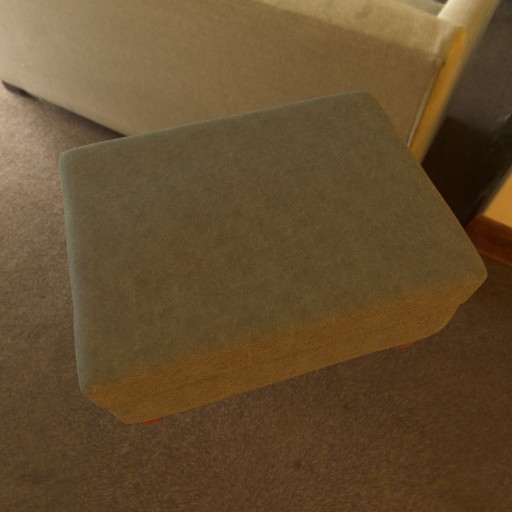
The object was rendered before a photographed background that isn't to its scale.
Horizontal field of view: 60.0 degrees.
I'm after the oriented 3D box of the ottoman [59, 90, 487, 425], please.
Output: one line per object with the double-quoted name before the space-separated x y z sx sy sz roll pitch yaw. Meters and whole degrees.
"ottoman" 0.000 0.000 1.168 0.839 0.464 0.639 -14 59 -9
